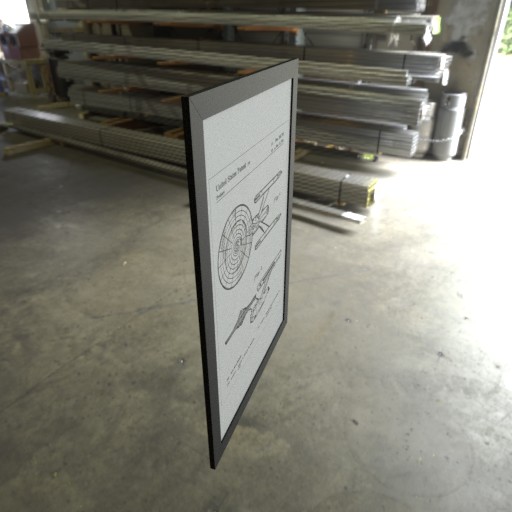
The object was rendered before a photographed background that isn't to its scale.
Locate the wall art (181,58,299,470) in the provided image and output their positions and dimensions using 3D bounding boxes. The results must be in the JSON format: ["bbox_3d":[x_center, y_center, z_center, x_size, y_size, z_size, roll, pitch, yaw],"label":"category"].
[{"bbox_3d":[0.000,0.000,0.687,0.008,0.530,0.379,10,31,17],"label":"wall art"}]
